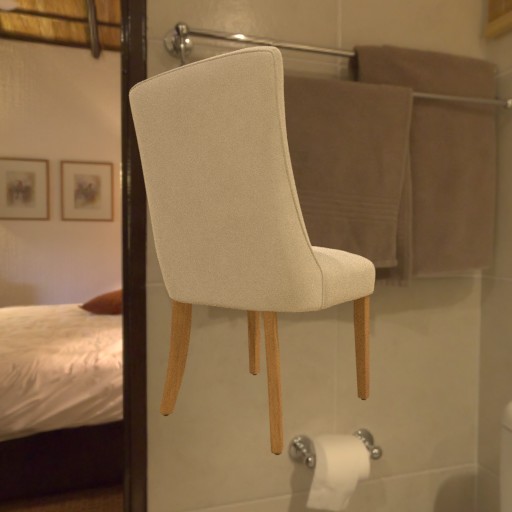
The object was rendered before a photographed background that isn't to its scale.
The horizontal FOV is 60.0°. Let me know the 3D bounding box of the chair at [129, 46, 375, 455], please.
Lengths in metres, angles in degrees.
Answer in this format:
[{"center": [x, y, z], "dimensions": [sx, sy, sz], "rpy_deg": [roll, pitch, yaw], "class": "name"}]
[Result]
[{"center": [0.000, 0.000, 1.265], "dimensions": [0.495, 0.902, 0.610], "rpy_deg": [2, 3, 36], "class": "chair"}]
